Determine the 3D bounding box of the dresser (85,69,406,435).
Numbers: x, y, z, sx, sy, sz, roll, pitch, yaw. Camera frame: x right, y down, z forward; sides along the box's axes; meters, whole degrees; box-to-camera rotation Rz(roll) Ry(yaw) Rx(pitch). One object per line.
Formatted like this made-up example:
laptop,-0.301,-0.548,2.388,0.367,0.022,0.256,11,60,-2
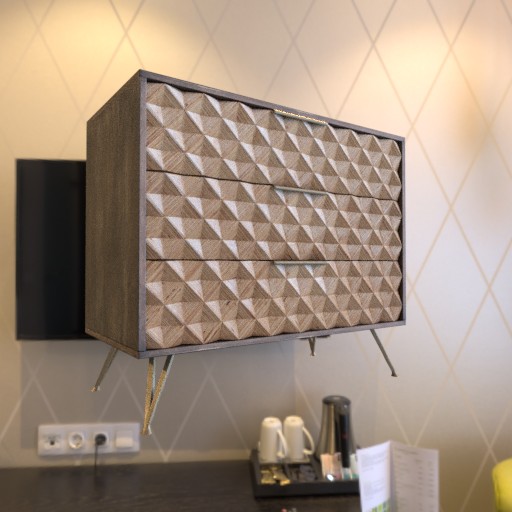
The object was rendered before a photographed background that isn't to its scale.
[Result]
dresser,0.000,0.000,1.401,0.923,0.801,0.453,1,-1,-35
